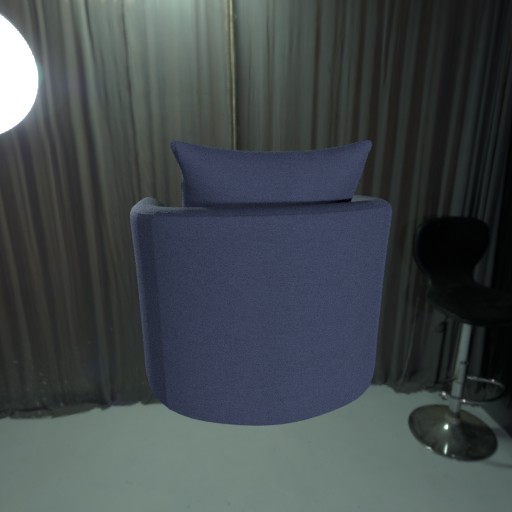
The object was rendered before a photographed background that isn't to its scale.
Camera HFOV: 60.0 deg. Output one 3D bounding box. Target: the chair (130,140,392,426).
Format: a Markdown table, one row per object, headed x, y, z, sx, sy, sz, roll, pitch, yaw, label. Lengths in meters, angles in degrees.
| x | y | z | sx | sy | sz | roll | pitch | yaw | label |
| --- | --- | --- | --- | --- | --- | --- | --- | --- | --- |
| 0.000 | 0.000 | 1.611 | 0.845 | 0.848 | 0.910 | -3 | 18 | -10 | chair |
